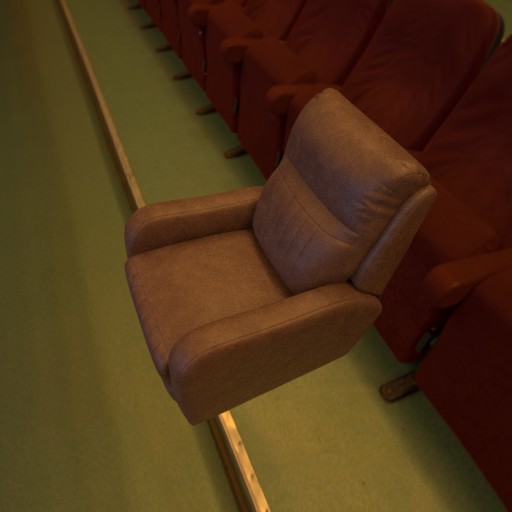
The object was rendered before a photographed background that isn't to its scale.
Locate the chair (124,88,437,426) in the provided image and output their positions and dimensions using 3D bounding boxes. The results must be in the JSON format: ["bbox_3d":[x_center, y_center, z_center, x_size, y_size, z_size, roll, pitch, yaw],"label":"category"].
[{"bbox_3d":[0.000,0.000,1.875,1.067,1.067,0.865,-18,50,-16],"label":"chair"}]
